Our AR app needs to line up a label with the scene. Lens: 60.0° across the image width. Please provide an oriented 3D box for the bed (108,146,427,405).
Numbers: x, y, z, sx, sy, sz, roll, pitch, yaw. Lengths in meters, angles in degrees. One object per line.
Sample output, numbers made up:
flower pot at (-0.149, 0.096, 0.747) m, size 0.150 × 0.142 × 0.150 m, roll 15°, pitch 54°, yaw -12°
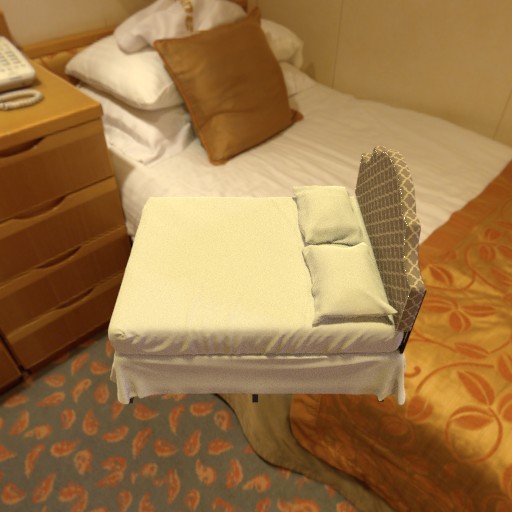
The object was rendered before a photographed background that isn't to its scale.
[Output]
bed at (0.000, 0.000, 3.427) m, size 2.222 × 1.633 × 1.780 m, roll 0°, pitch 42°, yaw 0°
